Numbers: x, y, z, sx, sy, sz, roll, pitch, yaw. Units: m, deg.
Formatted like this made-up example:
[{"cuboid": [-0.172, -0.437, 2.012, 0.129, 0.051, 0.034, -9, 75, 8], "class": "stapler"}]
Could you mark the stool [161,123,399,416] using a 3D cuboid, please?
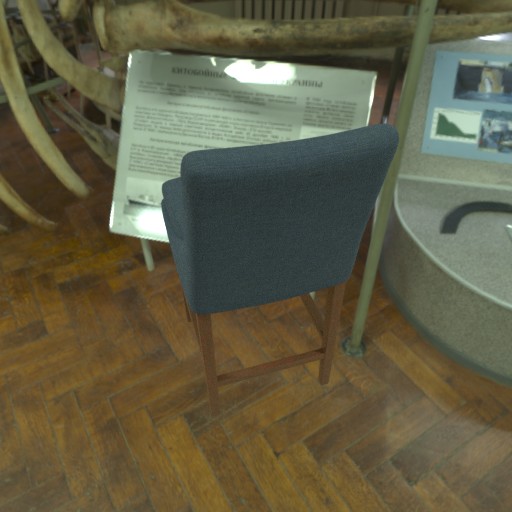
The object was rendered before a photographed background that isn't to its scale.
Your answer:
[{"cuboid": [0.000, 0.000, 1.294, 0.470, 0.981, 0.577, -12, 43, -13], "class": "stool"}]
